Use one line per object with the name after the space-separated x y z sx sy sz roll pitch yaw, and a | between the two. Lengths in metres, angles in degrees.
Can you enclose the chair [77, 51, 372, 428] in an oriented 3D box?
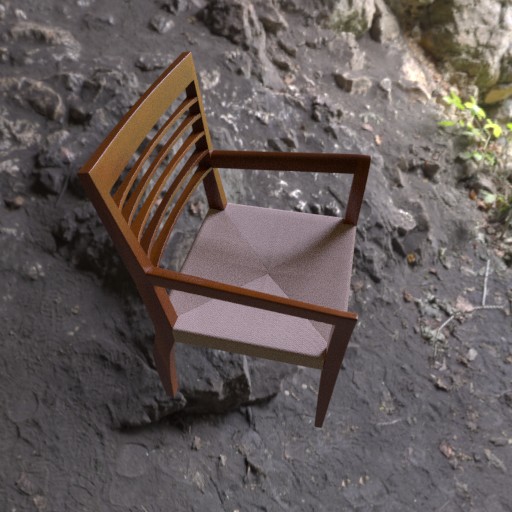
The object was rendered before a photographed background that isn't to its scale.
0.000 0.000 1.226 0.540 0.855 0.587 9 46 9 | chair
